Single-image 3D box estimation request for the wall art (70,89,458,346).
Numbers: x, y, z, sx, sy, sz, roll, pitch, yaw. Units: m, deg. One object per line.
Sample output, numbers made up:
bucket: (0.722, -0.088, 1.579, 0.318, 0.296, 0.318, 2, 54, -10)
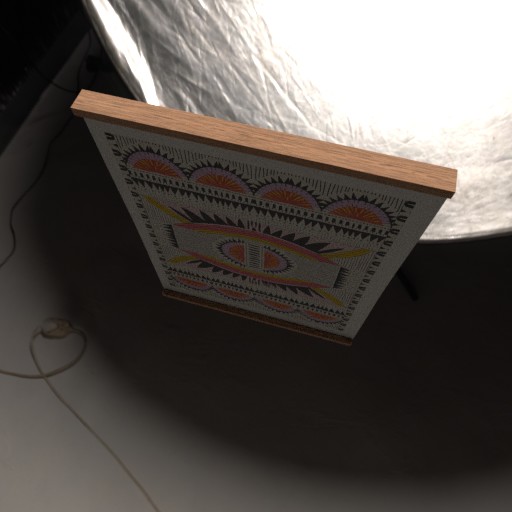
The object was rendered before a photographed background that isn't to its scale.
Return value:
wall art: (0.000, 0.000, 0.684, 0.403, 0.527, 0.028, 14, 64, 7)
